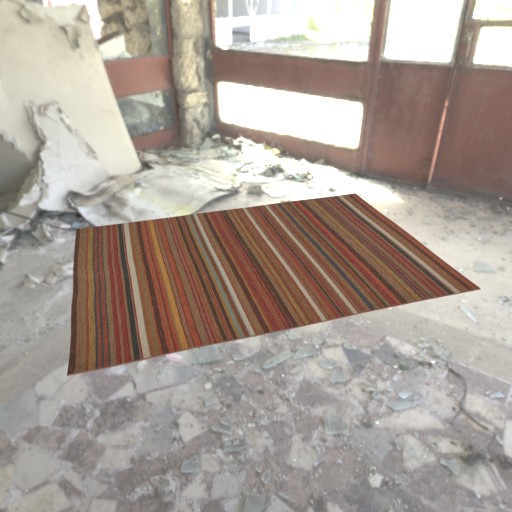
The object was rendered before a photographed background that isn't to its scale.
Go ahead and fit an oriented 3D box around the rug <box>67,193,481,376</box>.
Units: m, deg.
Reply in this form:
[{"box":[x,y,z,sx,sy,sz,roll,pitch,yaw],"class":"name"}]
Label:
[{"box":[0.000,0.000,2.333,1.828,0.007,1.217,-9,32,-15],"class":"rug"}]
